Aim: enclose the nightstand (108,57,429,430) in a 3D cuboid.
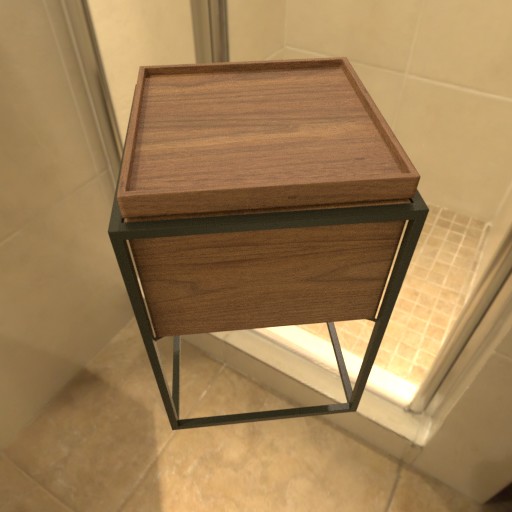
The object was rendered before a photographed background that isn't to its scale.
[{"bbox_3d":[0.000,0.000,0.868,0.397,0.607,0.397,-4,46,-4],"label":"nightstand"}]
